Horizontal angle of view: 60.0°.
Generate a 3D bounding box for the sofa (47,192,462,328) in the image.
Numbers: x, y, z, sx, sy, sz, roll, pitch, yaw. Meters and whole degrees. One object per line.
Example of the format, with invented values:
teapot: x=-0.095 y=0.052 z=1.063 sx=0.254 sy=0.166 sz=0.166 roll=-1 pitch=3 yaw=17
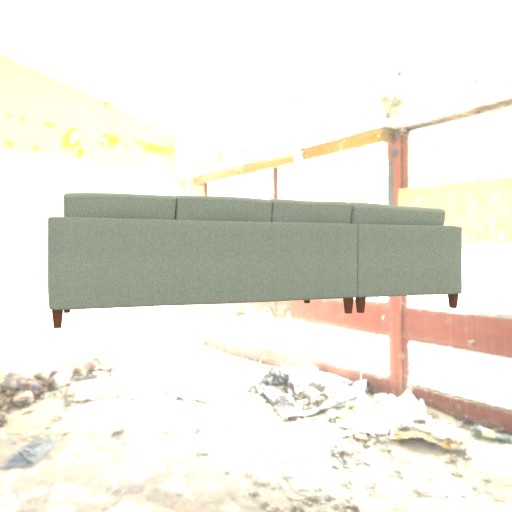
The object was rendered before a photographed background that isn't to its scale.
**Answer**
sofa: x=0.000 y=0.000 z=4.220 sx=3.470 sy=0.953 sz=1.600 roll=0 pitch=0 yaw=-19
